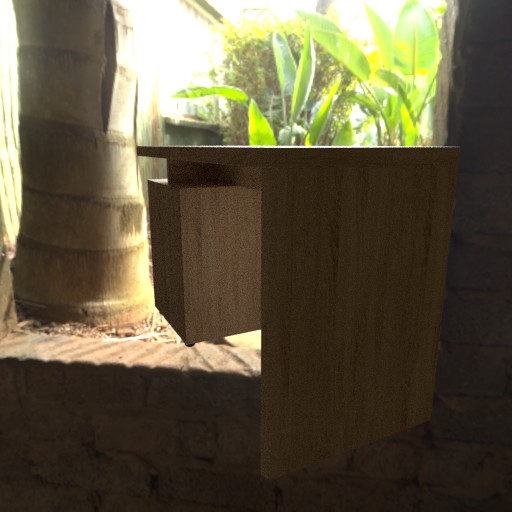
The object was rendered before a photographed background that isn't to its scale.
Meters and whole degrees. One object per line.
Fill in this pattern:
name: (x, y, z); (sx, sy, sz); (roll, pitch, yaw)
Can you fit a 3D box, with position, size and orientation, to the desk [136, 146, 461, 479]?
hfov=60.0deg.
desk: (0.000, 0.000, 1.583); (0.550, 0.760, 1.200); (-7, 16, -26)
